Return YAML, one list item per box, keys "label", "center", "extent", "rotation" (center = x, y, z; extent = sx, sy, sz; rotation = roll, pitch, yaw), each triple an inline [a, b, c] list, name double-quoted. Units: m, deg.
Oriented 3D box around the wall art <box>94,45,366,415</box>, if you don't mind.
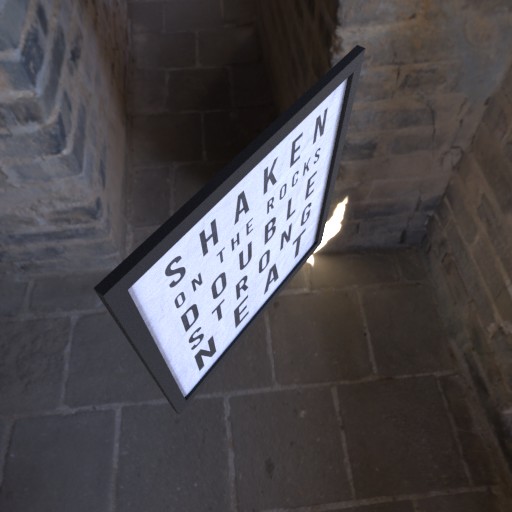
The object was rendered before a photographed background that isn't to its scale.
- label: "wall art"
  center: [0.000, 0.000, 0.679]
  extent: [0.013, 0.458, 0.456]
  rotation: [33, 64, 19]
